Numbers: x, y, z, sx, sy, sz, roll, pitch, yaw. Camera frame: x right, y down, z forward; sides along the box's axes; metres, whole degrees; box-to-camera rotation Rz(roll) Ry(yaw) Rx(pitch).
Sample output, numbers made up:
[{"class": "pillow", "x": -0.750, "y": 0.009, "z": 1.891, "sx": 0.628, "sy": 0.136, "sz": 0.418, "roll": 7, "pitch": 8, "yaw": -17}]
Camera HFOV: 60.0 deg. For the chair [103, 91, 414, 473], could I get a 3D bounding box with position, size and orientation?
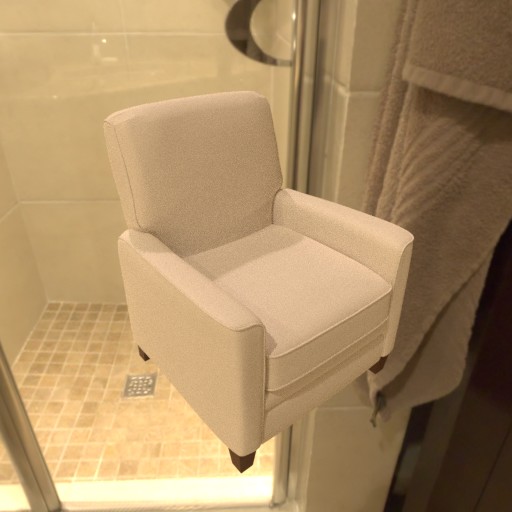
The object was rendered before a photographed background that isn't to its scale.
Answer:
[{"class": "chair", "x": 0.000, "y": 0.000, "z": 1.638, "sx": 0.841, "sy": 1.028, "sz": 0.858, "roll": -23, "pitch": 37, "yaw": -33}]
